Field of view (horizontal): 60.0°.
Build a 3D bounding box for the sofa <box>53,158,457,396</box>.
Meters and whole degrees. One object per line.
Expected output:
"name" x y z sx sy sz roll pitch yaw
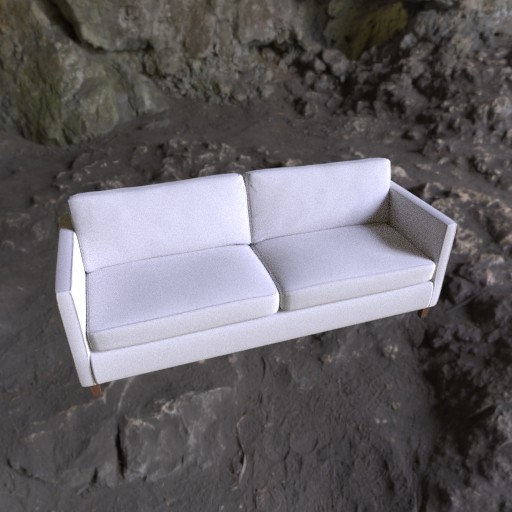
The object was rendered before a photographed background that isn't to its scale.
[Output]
"sofa" 0.000 0.000 2.922 2.361 0.962 0.951 -10 33 -16
